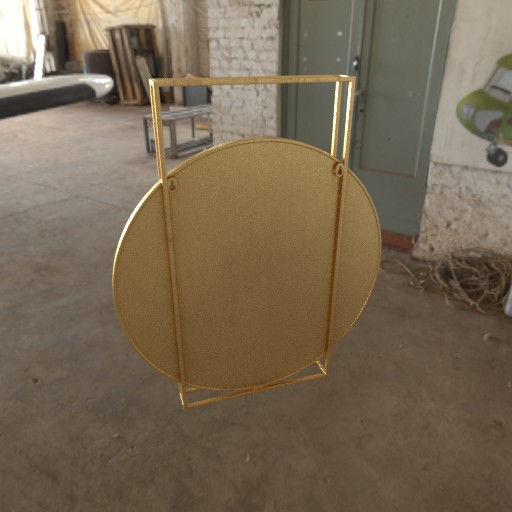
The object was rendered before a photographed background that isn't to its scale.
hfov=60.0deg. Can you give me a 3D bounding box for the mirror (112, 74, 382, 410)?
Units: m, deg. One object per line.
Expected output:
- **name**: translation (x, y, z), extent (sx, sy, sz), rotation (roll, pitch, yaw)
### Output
- **mirror**: translation (0.000, 0.000, 0.806), extent (0.508, 0.603, 0.051), rotation (-8, 27, -16)
